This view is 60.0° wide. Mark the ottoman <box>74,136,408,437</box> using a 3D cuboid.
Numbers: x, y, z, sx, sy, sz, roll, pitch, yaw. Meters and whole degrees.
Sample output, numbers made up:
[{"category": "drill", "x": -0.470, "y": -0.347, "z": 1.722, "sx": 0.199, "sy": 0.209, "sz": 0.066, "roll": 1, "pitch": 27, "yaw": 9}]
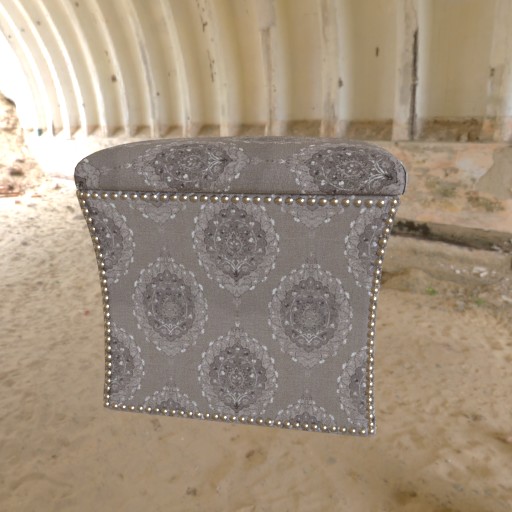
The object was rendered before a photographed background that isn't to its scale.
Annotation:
[{"category": "ottoman", "x": 0.000, "y": 0.000, "z": 0.907, "sx": 0.507, "sy": 0.473, "sz": 0.497, "roll": 3, "pitch": 16, "yaw": 9}]
